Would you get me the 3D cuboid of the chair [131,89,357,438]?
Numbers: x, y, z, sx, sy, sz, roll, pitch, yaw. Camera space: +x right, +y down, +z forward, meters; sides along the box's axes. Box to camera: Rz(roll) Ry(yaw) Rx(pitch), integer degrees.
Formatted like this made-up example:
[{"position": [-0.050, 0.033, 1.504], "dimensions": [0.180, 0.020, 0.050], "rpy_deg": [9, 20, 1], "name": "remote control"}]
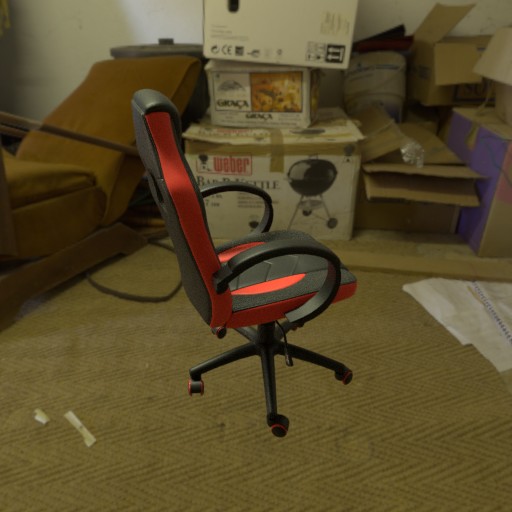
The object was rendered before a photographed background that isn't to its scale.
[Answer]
[{"position": [0.000, 0.000, 1.411], "dimensions": [0.642, 1.016, 0.600], "rpy_deg": [-10, 30, -18], "name": "chair"}]
